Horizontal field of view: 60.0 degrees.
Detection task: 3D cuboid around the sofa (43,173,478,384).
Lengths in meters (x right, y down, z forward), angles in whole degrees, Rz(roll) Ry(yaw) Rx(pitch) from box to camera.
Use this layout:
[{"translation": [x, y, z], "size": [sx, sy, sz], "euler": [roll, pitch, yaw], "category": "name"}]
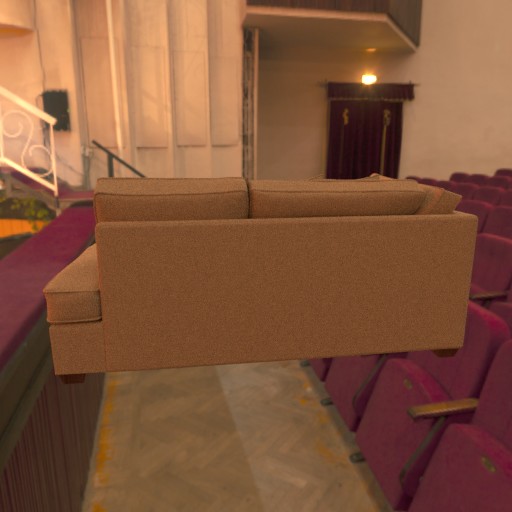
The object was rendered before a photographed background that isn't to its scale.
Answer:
[{"translation": [0.000, 0.000, 2.773], "size": [2.237, 1.033, 1.110], "euler": [-2, 14, -8], "category": "sofa"}]
